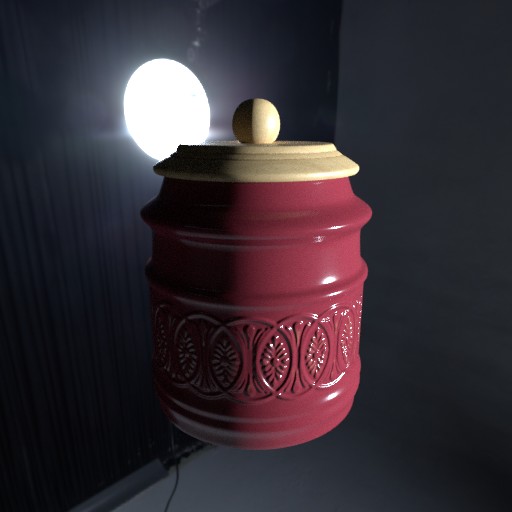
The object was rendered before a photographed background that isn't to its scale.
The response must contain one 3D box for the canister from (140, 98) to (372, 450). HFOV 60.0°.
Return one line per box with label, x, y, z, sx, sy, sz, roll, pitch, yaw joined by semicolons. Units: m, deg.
canister;0.000;0.000;0.263;0.130;0.176;0.130;0;16;0
